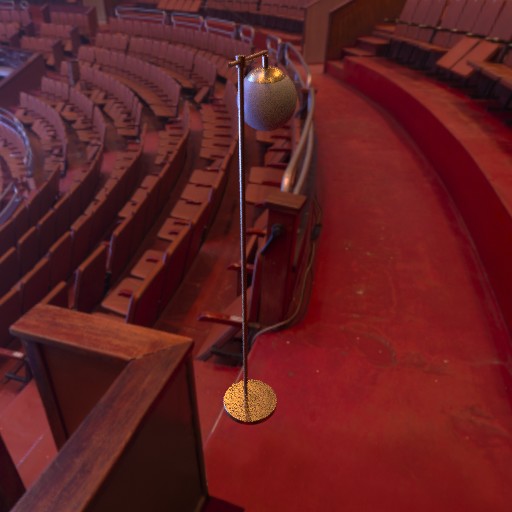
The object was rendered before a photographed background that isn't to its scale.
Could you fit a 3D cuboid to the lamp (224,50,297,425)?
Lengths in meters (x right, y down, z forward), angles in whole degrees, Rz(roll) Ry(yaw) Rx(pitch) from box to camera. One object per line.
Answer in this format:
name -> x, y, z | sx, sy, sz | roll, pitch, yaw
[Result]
lamp -> 0.000, 0.000, 1.781 | 0.249, 1.505, 0.476 | 9, 32, 15
